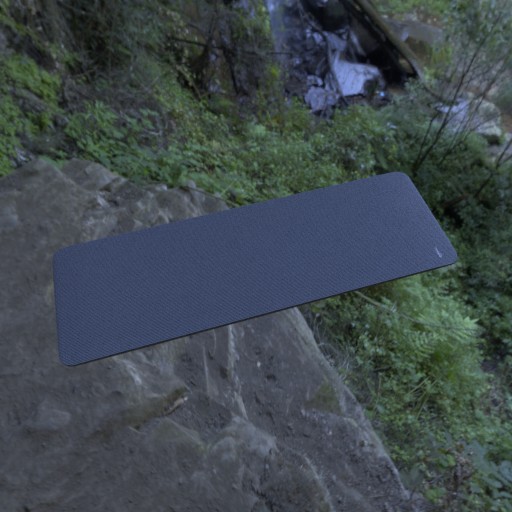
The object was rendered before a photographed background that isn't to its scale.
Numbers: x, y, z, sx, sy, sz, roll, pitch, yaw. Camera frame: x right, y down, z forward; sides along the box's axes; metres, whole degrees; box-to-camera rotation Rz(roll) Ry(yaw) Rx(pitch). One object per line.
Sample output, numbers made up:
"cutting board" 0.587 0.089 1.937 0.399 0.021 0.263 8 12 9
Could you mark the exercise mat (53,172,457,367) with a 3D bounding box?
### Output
"exercise mat" 0.000 0.000 2.137 1.884 0.021 0.616 -14 58 -9
